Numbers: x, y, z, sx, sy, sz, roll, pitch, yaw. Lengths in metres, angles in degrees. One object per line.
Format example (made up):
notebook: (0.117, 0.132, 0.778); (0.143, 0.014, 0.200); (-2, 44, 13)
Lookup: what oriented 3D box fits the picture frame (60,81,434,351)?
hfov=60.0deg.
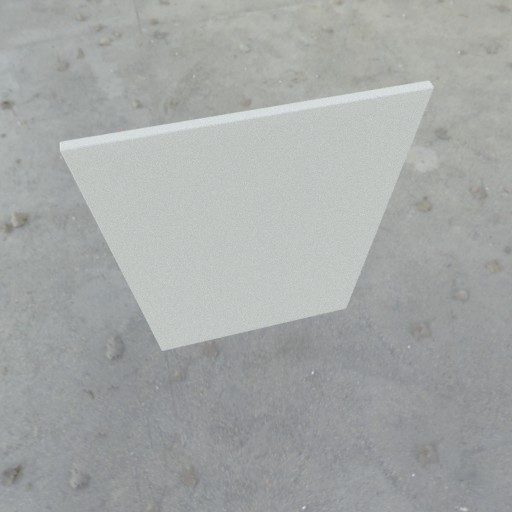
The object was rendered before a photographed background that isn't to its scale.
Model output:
picture frame: (0.000, 0.000, 0.666); (0.381, 0.534, 0.012); (-12, 59, -7)
